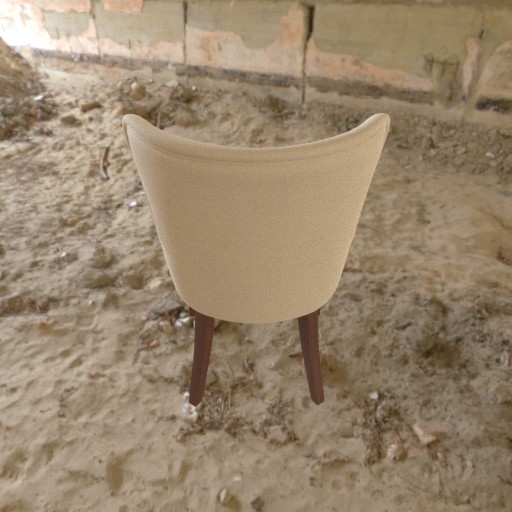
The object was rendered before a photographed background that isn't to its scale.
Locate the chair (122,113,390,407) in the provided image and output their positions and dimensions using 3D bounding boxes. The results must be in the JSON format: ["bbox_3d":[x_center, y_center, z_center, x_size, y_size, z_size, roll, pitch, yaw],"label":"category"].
[{"bbox_3d":[0.000,0.000,1.476,0.696,0.990,0.744,0,31,-1],"label":"chair"}]
